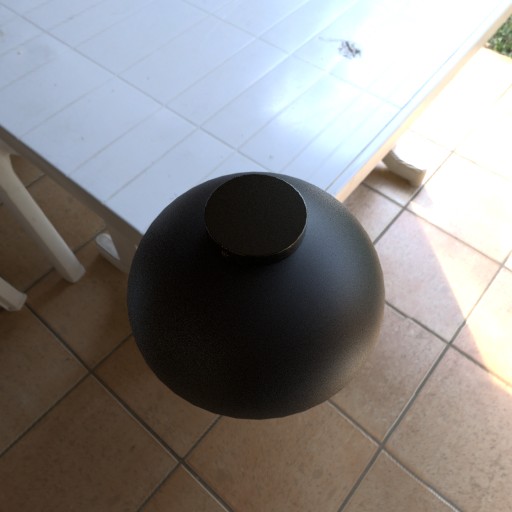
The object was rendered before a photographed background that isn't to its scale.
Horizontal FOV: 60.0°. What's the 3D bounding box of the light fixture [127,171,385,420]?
[{"bbox_3d":[0.000,0.000,0.553,0.355,0.177,0.355,0,58,0],"label":"light fixture"}]
